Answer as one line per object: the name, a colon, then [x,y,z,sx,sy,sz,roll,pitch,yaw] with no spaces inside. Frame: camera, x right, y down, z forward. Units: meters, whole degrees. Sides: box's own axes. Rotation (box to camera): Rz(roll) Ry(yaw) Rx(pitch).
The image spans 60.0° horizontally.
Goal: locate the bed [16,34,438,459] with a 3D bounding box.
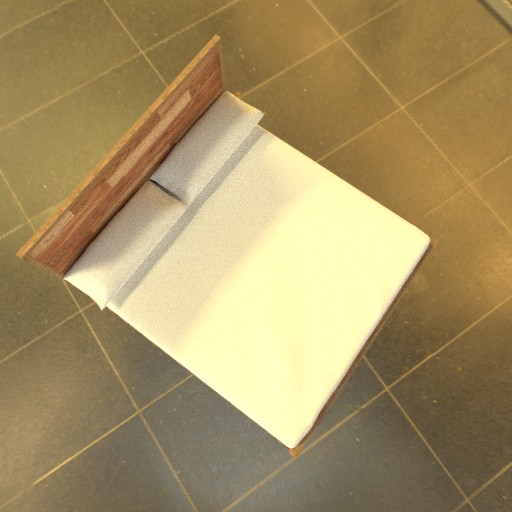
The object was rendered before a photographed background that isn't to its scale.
bed: [0.000,0.000,3.389,2.184,1.295,2.013,35,78,9]
